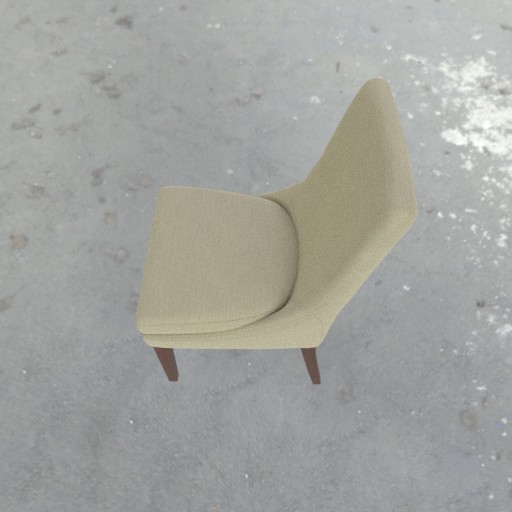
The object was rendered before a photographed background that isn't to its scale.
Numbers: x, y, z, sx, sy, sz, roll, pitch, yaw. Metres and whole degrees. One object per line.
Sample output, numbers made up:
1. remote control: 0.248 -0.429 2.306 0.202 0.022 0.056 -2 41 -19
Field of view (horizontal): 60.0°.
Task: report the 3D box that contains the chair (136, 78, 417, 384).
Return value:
1. chair: 0.000 0.000 1.310 0.638 0.940 0.515 1 58 1
